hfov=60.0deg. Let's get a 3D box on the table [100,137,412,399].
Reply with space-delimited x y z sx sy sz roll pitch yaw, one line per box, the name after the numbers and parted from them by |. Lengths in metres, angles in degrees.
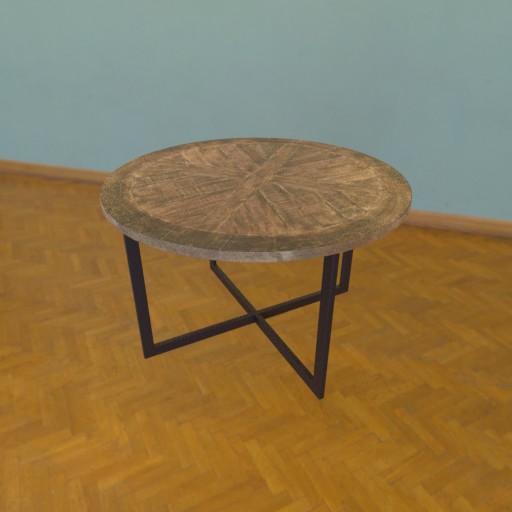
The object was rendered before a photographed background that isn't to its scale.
0.000 0.000 2.064 1.264 0.762 1.264 0 30 0 | table
